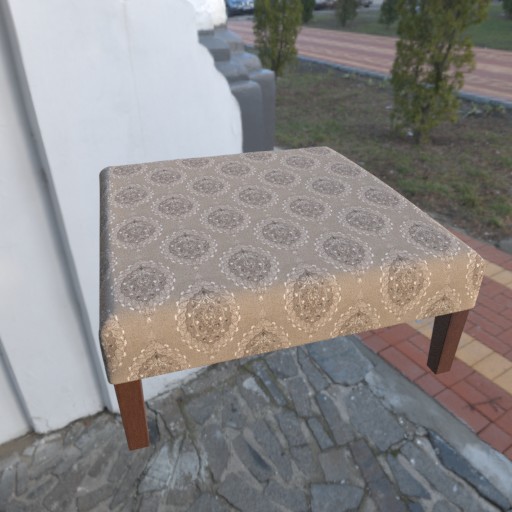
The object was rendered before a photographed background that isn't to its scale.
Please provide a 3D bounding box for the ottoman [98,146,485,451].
[{"bbox_3d":[0.000,0.000,1.378,0.889,0.411,0.890,-9,33,-14],"label":"ottoman"}]
